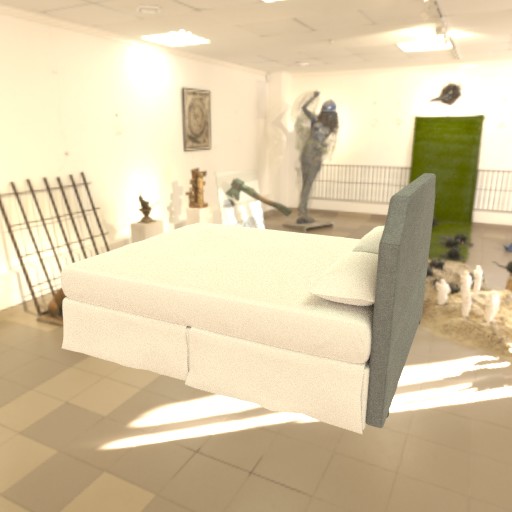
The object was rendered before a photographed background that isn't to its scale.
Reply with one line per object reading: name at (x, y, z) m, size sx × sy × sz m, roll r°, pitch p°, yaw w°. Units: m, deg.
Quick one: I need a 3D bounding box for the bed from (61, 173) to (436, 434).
bed at (0.000, 0.000, 3.581) m, size 2.464 × 1.306 × 1.977 m, roll 8°, pitch 18°, yaw 25°
